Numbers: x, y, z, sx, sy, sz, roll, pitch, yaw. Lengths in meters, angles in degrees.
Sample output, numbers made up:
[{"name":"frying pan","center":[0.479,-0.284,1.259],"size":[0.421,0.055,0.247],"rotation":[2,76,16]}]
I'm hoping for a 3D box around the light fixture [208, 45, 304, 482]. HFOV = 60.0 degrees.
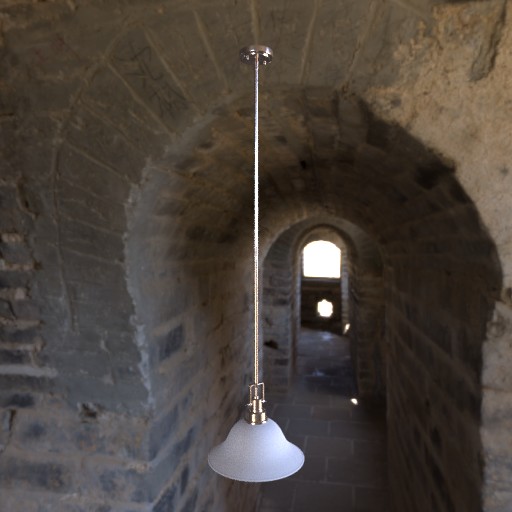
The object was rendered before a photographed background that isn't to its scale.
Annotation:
[{"name":"light fixture","center":[0.000,0.000,1.484],"size":[0.324,1.354,0.324],"rotation":[-1,1,-36]}]
